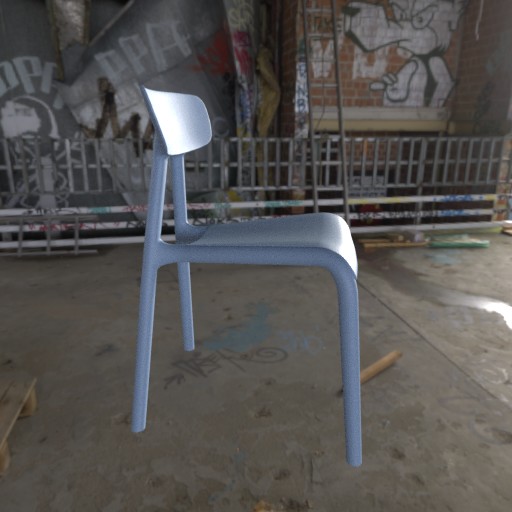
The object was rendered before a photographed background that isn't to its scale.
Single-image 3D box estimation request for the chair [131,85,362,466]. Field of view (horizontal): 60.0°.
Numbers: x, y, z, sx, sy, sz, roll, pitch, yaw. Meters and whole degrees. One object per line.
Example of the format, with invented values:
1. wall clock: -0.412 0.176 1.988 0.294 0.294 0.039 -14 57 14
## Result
1. chair: 0.000 0.000 0.820 0.401 0.580 0.356 3 17 9
